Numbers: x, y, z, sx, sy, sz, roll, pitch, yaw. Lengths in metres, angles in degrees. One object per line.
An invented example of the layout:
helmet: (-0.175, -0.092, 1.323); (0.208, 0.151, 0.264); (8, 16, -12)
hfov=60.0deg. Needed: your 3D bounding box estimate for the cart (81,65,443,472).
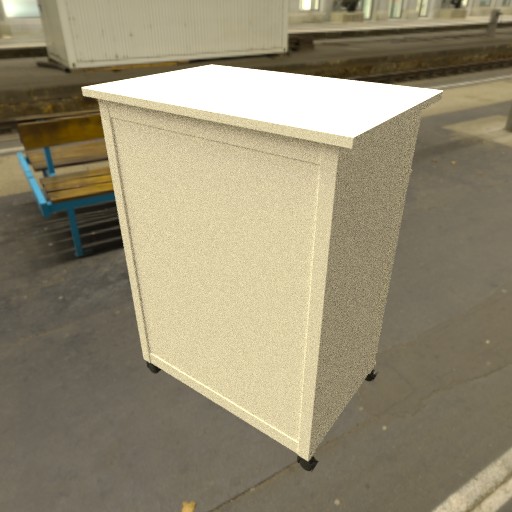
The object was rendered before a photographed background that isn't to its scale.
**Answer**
cart: (0.000, 0.000, 1.203); (0.683, 0.864, 0.442); (21, 37, 31)
